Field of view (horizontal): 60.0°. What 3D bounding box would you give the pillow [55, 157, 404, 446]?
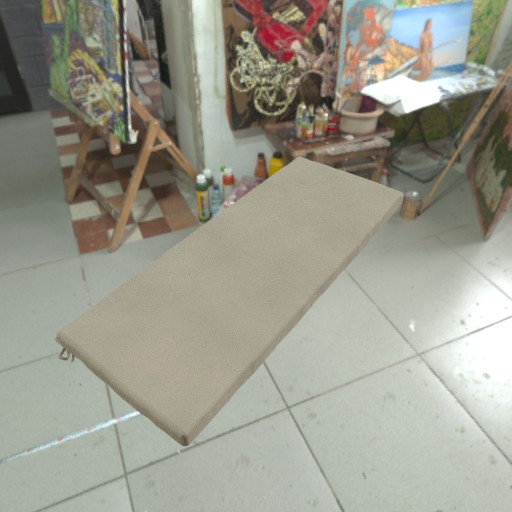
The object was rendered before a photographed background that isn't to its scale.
[{"bbox_3d":[0.000,0.000,1.382,0.492,0.081,1.187,26,48,27],"label":"pillow"}]
